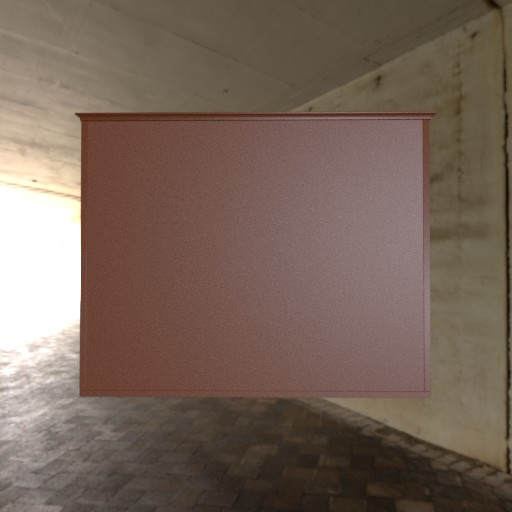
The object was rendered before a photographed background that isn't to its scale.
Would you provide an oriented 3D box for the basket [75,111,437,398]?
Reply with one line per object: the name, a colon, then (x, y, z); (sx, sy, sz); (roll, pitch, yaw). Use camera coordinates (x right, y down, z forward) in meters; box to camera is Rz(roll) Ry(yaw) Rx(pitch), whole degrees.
basket: (0.000, 0.000, 1.153); (0.792, 0.625, 0.376); (0, -1, 1)
